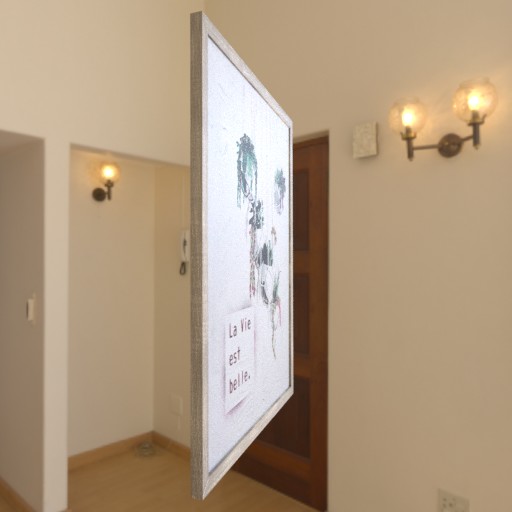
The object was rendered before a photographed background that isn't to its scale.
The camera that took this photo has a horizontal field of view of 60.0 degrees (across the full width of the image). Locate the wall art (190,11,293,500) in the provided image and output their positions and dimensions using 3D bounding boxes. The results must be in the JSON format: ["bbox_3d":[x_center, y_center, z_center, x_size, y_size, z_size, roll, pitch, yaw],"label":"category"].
[{"bbox_3d":[0.000,0.000,1.299,0.035,1.022,0.781,0,-1,18],"label":"wall art"}]
